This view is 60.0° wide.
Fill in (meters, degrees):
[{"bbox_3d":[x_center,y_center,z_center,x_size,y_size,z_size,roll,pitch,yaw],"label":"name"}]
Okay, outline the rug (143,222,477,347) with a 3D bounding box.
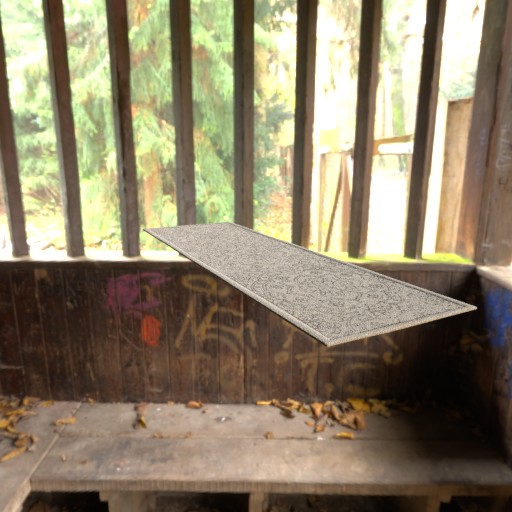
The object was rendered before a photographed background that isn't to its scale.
[{"bbox_3d":[0.000,0.000,2.689,0.769,0.012,2.448,-7,15,-27],"label":"rug"}]
